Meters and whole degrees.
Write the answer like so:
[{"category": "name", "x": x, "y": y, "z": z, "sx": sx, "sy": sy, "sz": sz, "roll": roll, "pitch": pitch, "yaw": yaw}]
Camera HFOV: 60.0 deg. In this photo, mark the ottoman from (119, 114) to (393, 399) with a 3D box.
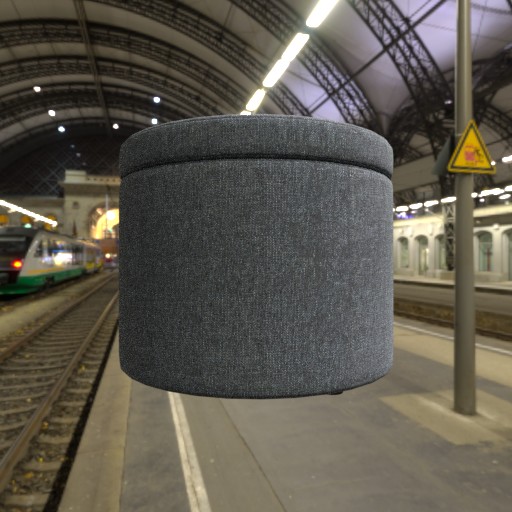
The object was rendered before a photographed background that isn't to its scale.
[{"category": "ottoman", "x": 0.000, "y": 0.000, "z": 0.844, "sx": 0.500, "sy": 0.419, "sz": 0.500, "roll": 0, "pitch": 0, "yaw": 0}]
